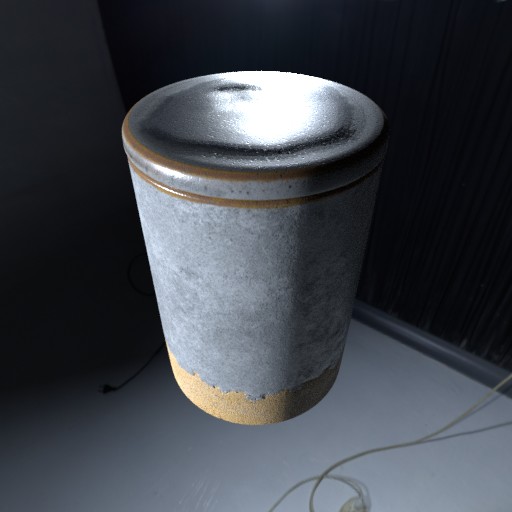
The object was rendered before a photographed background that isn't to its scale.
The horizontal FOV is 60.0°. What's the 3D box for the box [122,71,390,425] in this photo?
[{"bbox_3d":[0.000,0.000,0.250,0.118,0.168,0.118,0,40,0],"label":"box"}]
